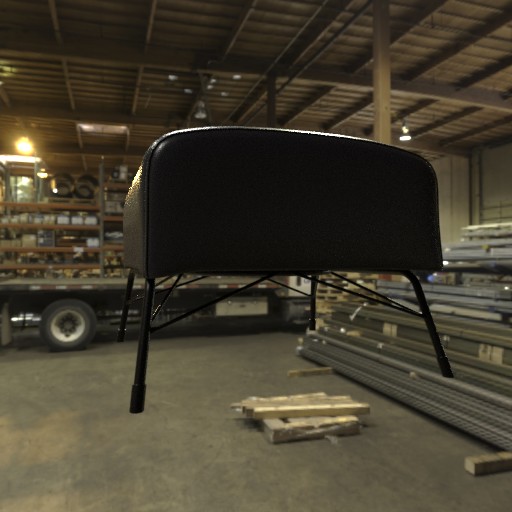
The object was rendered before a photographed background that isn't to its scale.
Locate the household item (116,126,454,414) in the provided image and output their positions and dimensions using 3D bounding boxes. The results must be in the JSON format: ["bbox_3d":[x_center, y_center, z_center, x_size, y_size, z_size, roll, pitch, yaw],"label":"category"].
[{"bbox_3d":[0.000,0.000,0.908,0.530,0.410,0.530,0,0,-19],"label":"household item"}]
